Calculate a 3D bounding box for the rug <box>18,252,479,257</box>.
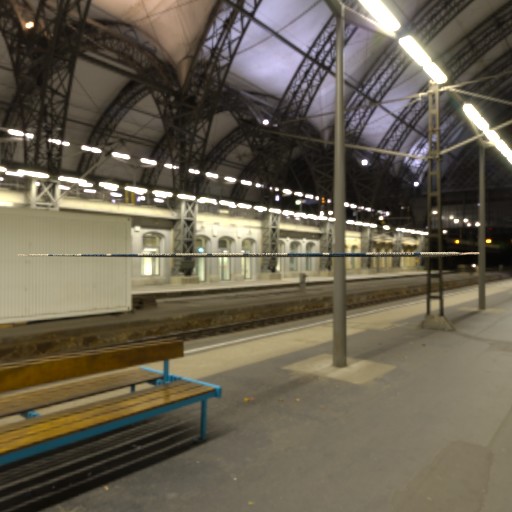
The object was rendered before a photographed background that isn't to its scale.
[{"bbox_3d":[0.000,0.000,2.959,2.441,0.010,1.532,0,-1,17],"label":"rug"}]
